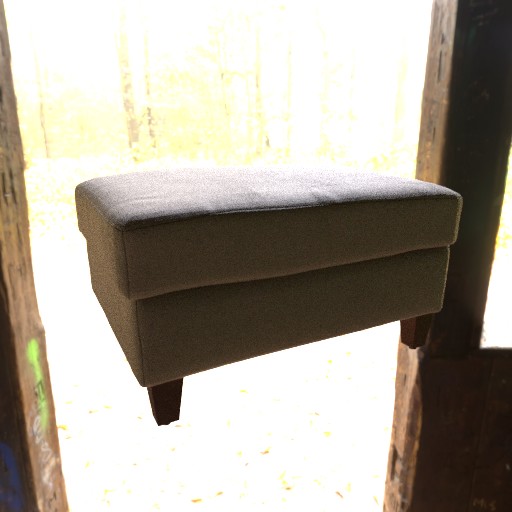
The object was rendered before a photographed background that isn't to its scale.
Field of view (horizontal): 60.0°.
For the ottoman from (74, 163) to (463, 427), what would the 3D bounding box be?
[{"bbox_3d":[0.000,0.000,1.291,0.902,0.511,0.692,-8,18,-27],"label":"ottoman"}]
